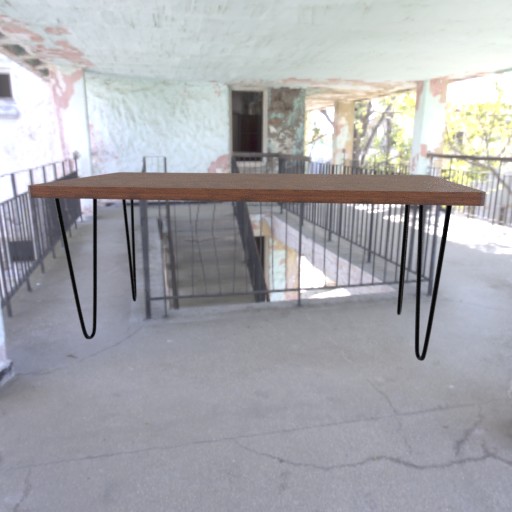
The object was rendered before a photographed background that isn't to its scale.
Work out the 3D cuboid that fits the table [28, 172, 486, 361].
[{"bbox_3d":[0.000,0.000,2.212,1.791,0.753,0.883,2,14,8],"label":"table"}]
